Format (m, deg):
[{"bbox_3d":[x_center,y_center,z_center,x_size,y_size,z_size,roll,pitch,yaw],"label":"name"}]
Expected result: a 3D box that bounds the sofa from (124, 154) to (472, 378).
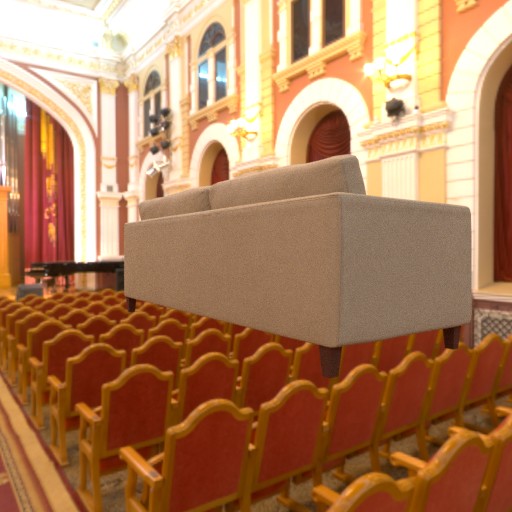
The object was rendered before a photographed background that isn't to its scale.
[{"bbox_3d":[0.000,0.000,2.882,0.988,0.912,2.404,-1,1,-35],"label":"sofa"}]
